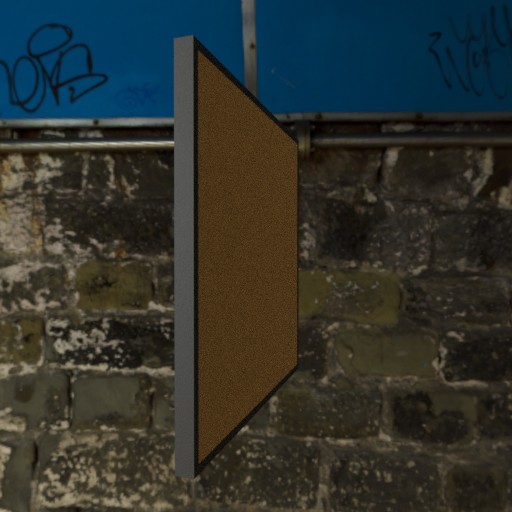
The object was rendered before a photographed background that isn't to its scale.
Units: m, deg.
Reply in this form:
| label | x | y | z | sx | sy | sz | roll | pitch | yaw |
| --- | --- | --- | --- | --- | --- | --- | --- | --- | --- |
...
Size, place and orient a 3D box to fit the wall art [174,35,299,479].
| label | x | y | z | sx | sy | sz | roll | pitch | yaw |
| --- | --- | --- | --- | --- | --- | --- | --- | --- | --- |
| wall art | 0.000 | 0.000 | 1.127 | 0.038 | 0.763 | 0.763 | 0 | 1 | 19 |
